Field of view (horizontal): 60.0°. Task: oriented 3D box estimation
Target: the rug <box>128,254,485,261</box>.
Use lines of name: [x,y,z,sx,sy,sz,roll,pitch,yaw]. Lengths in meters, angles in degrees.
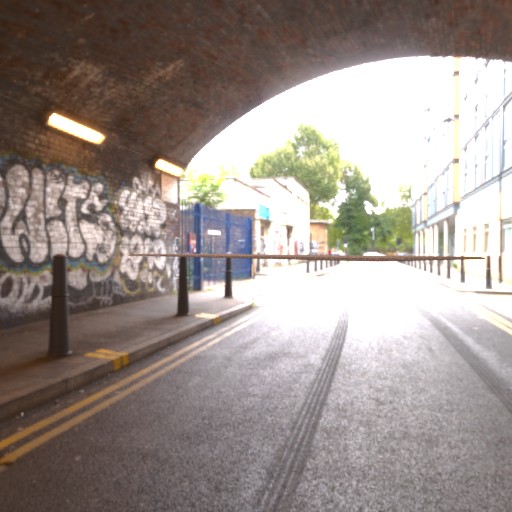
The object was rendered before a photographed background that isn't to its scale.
rug: [0.000,0.000,2.452,0.662,0.011,2.196,0,1,-36]
